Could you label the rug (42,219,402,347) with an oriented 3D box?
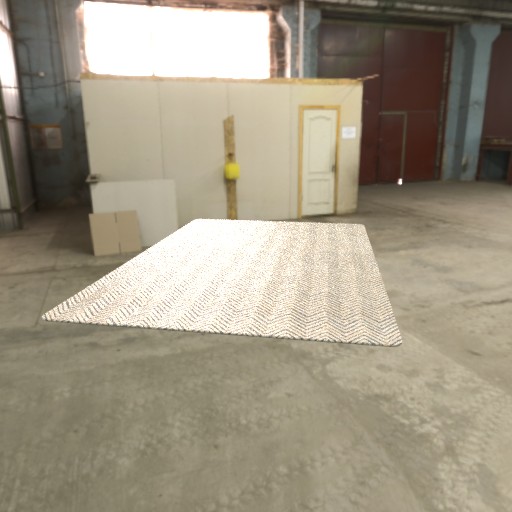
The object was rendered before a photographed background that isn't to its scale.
[{"bbox_3d":[0.000,0.000,2.175,1.144,0.008,1.752,3,16,9],"label":"rug"}]
